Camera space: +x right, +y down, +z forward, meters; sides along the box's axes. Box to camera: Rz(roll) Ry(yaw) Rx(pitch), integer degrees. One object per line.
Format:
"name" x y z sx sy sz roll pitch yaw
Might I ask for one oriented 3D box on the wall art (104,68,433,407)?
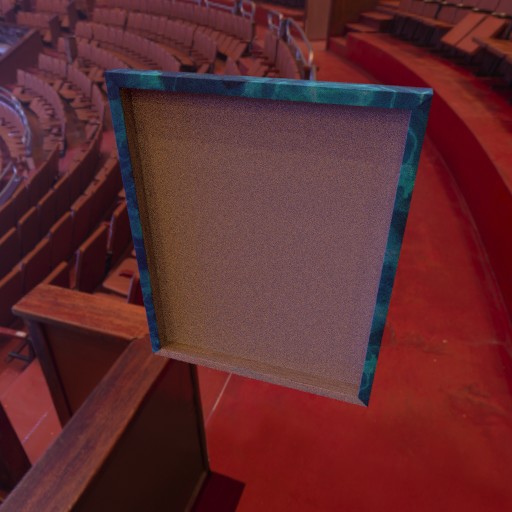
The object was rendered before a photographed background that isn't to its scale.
"wall art" 0.000 0.000 0.842 0.508 0.635 0.038 10 34 15
